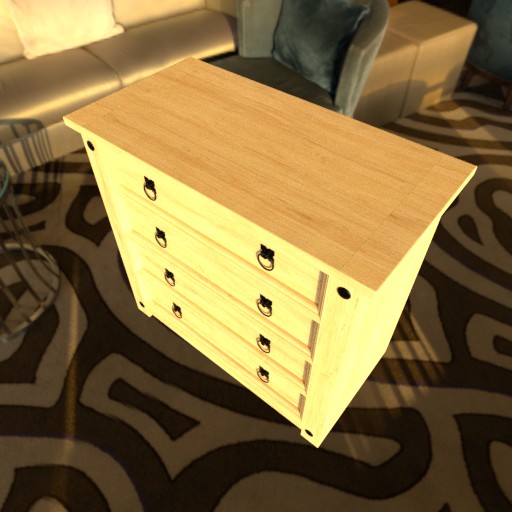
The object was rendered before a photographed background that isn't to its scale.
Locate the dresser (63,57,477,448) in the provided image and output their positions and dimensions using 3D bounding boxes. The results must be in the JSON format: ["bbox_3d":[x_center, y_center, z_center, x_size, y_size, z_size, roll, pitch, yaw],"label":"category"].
[{"bbox_3d":[0.000,0.000,1.211,0.800,0.730,0.410,31,54,25],"label":"dresser"}]
